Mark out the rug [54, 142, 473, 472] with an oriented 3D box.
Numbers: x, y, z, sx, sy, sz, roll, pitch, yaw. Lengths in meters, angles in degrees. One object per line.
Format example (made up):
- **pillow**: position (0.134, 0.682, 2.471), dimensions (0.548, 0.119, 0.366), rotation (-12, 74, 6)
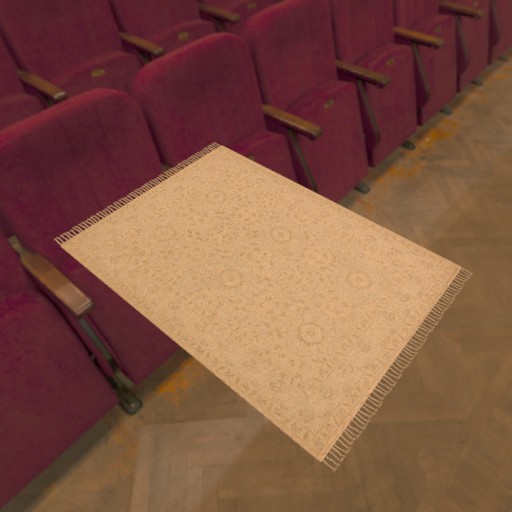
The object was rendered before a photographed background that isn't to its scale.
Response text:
- **rug**: position (0.000, 0.000, 2.265), dimensions (1.771, 0.015, 1.223), rotation (32, 55, 26)
